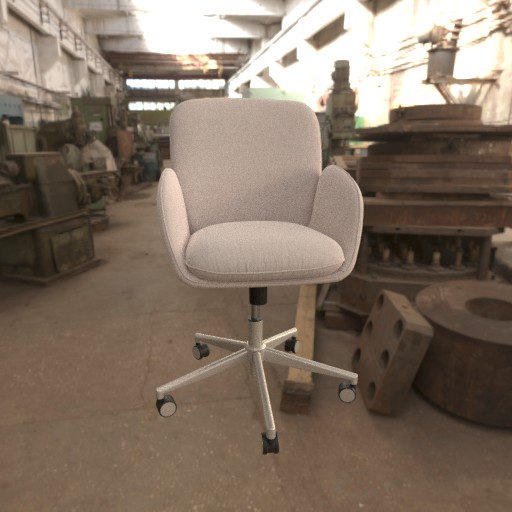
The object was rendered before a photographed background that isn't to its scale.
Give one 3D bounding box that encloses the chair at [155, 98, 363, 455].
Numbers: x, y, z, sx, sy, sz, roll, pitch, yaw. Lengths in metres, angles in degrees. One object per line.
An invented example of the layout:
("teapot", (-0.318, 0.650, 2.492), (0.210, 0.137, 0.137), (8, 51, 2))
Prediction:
("chair", (0.000, 0.000, 1.364), (0.648, 0.959, 0.633), (-2, 16, -7))
